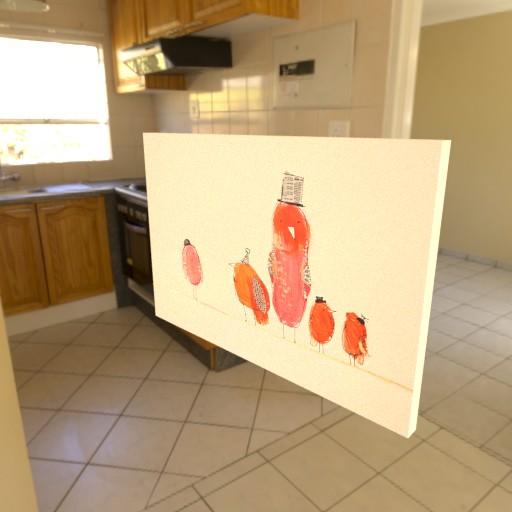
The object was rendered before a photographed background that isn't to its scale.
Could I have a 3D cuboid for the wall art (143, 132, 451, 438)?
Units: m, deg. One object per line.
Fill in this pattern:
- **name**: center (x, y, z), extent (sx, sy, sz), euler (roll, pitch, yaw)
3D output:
- **wall art**: center (0.000, 0.000, 1.161), extent (0.914, 0.609, 0.038), euler (15, 22, 41)
